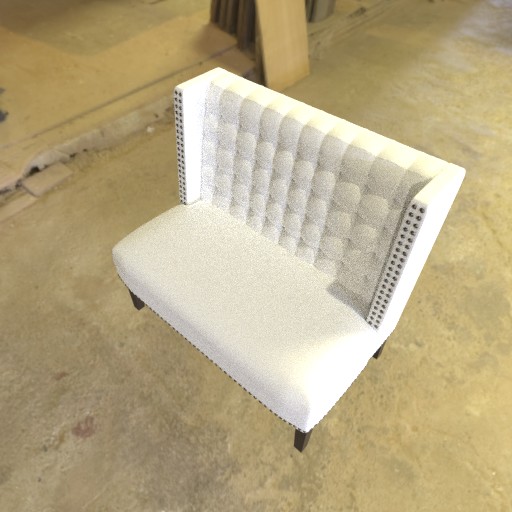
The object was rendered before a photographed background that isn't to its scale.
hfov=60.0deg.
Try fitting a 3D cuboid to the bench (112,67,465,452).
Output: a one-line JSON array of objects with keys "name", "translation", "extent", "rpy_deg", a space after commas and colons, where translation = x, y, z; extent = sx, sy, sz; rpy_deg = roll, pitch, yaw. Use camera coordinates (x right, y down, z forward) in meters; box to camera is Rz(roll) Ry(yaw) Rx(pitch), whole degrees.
[{"name": "bench", "translation": [0.000, 0.000, 2.044], "extent": [1.280, 1.123, 0.847], "rpy_deg": [33, 55, 28]}]
